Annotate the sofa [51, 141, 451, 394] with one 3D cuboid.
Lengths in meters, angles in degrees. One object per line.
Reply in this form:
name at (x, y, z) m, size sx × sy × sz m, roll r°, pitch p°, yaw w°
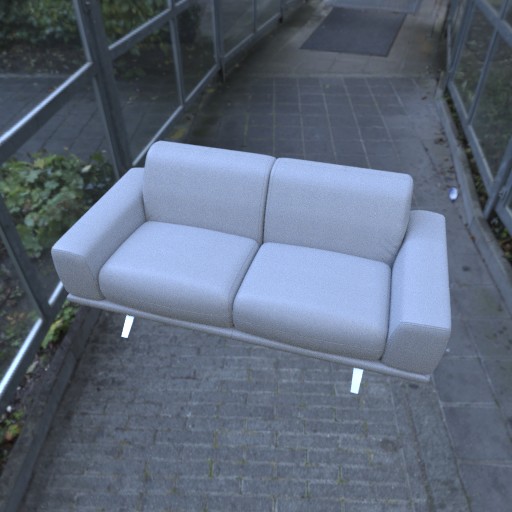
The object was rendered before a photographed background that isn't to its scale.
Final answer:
sofa at (0.000, 0.000, 2.387) m, size 1.901 × 0.772 × 0.900 m, roll 11°, pitch 41°, yaw 12°
